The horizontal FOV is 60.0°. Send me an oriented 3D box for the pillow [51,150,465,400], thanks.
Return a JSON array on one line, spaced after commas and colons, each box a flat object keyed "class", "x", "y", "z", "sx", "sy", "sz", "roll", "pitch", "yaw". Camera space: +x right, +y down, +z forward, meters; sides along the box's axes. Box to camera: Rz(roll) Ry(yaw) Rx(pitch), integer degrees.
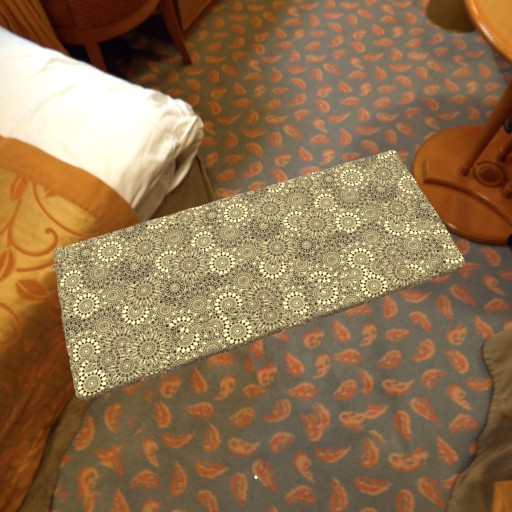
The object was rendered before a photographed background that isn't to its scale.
[{"class": "pillow", "x": 0.000, "y": 0.000, "z": 1.337, "sx": 1.187, "sy": 0.081, "sz": 0.492, "roll": -18, "pitch": 65, "yaw": -9}]
